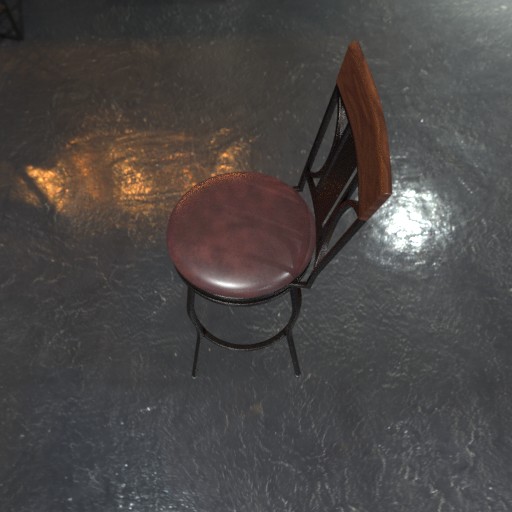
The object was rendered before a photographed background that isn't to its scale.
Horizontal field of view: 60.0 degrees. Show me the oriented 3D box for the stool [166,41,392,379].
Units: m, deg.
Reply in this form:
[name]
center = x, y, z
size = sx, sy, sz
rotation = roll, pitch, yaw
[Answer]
[stool]
center = 0.000, 0.000, 1.370
size = 0.513, 1.130, 0.448
rotation = -1, 58, 0
